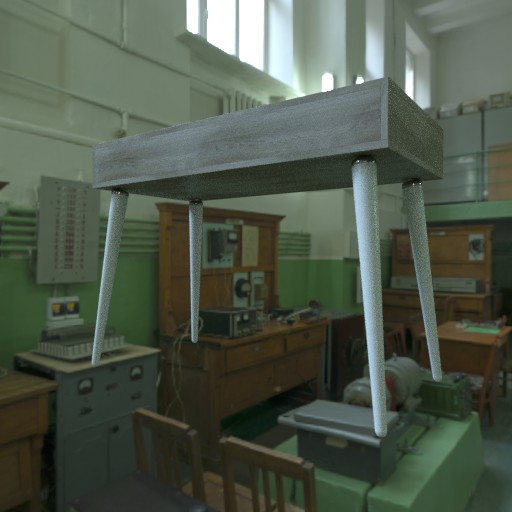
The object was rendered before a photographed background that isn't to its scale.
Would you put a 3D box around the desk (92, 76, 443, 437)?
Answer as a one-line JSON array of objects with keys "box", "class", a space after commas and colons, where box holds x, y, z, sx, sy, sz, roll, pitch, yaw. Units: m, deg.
[{"box": [0.000, 0.000, 1.360, 0.979, 0.723, 0.491, 0, 1, 35], "class": "desk"}]
